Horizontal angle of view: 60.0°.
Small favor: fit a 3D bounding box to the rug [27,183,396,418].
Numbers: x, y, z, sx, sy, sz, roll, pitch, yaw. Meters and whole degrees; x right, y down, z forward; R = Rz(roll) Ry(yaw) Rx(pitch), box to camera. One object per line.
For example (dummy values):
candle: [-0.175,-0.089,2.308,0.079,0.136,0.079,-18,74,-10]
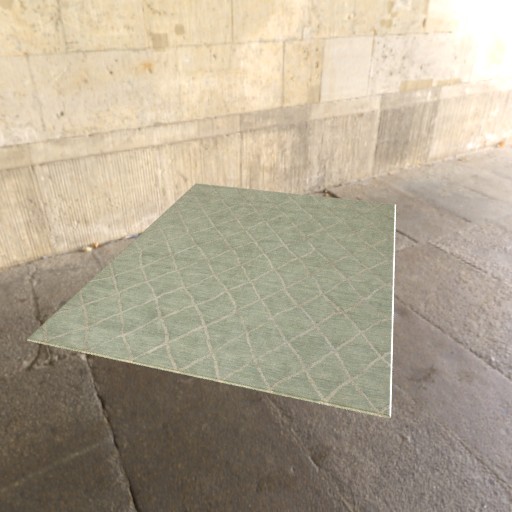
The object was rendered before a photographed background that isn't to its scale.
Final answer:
rug: [0.000,0.000,4.024,2.420,0.019,3.039,8,31,13]
